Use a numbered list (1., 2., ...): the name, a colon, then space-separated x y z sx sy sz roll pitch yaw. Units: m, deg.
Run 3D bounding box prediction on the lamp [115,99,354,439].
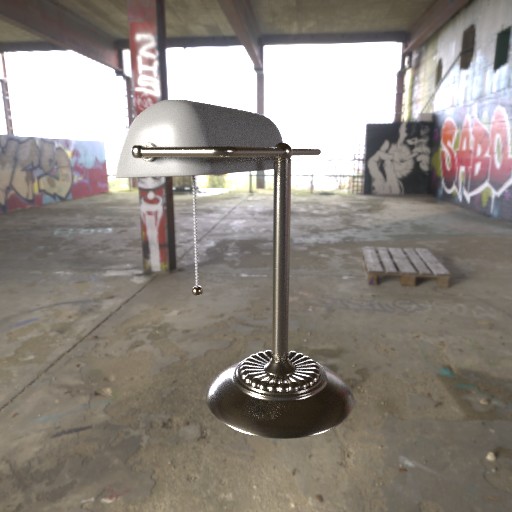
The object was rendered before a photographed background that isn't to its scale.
1. lamp: 0.000 0.000 0.518 0.243 0.339 0.264 6 15 25
